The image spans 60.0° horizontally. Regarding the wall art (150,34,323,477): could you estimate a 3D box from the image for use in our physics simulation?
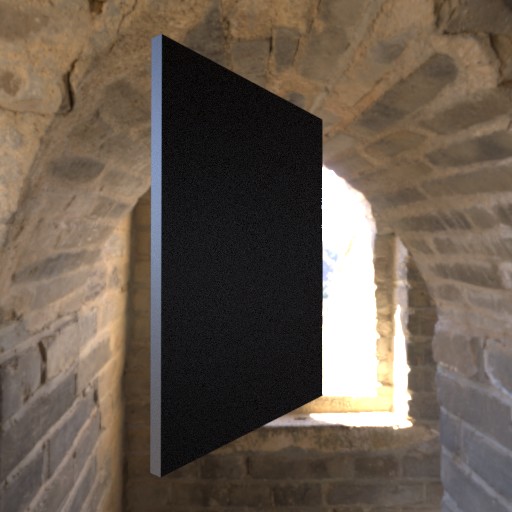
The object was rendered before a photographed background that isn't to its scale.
[{"bbox_3d":[0.000,0.000,1.394,0.038,1.062,0.806,-1,-1,37],"label":"wall art"}]
